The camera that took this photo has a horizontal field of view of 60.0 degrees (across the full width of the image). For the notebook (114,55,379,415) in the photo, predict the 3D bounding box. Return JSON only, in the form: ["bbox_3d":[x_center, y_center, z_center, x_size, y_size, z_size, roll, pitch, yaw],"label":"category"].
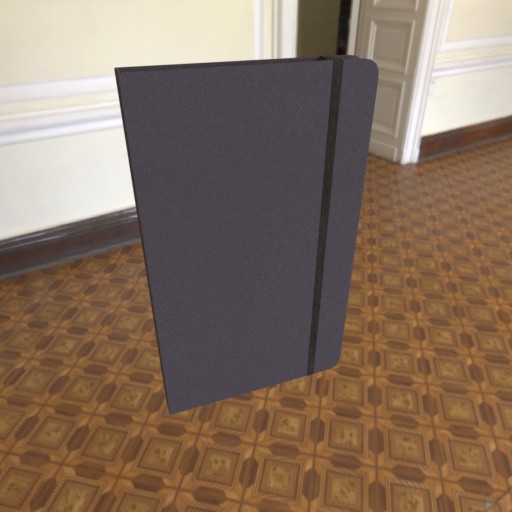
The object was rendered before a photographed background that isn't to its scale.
[{"bbox_3d":[0.000,0.000,0.262,0.127,0.213,0.016,-11,33,-17],"label":"notebook"}]
